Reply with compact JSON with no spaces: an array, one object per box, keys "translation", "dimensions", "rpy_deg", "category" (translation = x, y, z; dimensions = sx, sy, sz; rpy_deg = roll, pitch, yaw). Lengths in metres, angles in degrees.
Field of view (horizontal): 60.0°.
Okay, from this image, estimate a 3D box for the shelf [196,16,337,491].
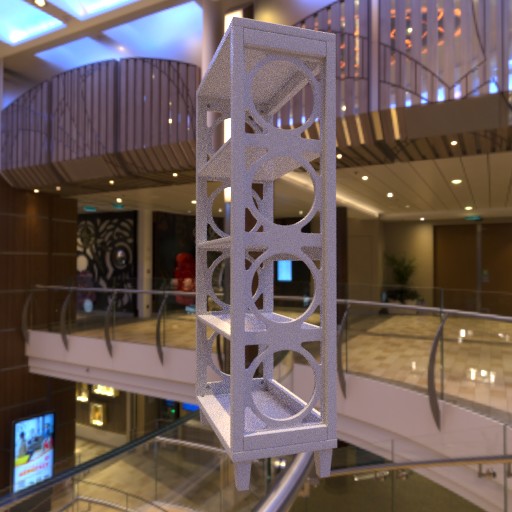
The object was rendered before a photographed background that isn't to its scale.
[{"translation":[0.000,0.000,1.642],"dimensions":[0.340,1.411,0.611],"rpy_deg":[0,-1,-18],"category":"shelf"}]
